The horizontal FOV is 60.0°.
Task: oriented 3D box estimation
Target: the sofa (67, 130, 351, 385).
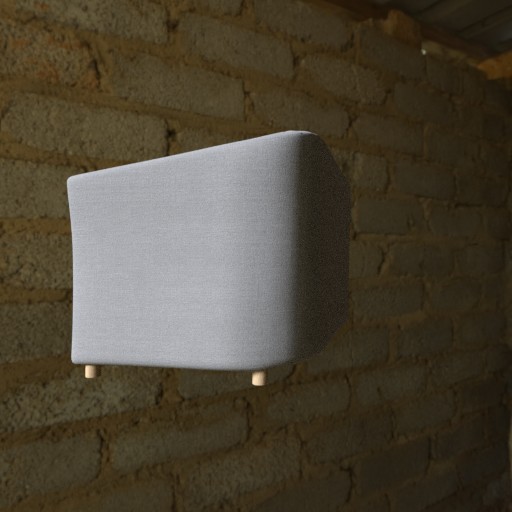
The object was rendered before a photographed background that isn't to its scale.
[{"bbox_3d":[0.000,0.000,1.853,0.705,0.721,1.452,0,-1,17],"label":"sofa"}]
